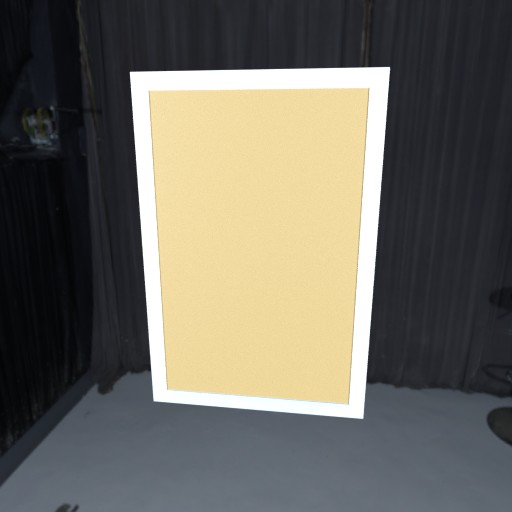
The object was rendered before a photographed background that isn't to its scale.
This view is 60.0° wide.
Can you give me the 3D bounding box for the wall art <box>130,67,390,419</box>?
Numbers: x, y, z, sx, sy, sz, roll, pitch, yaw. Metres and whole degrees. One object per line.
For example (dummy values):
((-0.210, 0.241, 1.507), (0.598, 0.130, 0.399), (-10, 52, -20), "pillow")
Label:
((0.000, 0.000, 1.178), (0.612, 0.915, 0.039), (2, 16, 8), "wall art")
